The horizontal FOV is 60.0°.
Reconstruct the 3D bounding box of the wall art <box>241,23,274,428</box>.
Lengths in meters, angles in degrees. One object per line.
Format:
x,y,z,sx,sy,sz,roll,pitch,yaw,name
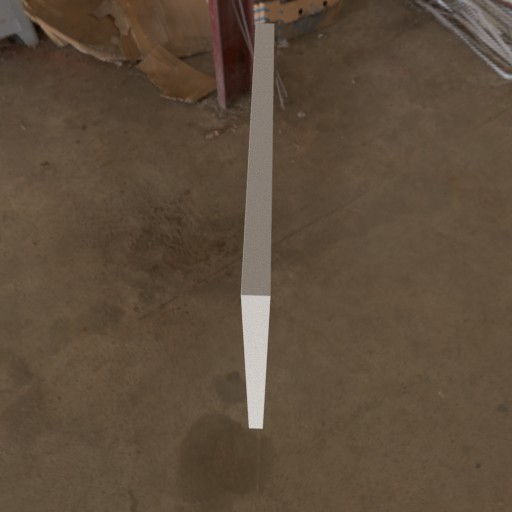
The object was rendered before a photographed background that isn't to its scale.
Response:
0.000,0.000,1.039,0.055,0.763,0.611,1,57,1,wall art
